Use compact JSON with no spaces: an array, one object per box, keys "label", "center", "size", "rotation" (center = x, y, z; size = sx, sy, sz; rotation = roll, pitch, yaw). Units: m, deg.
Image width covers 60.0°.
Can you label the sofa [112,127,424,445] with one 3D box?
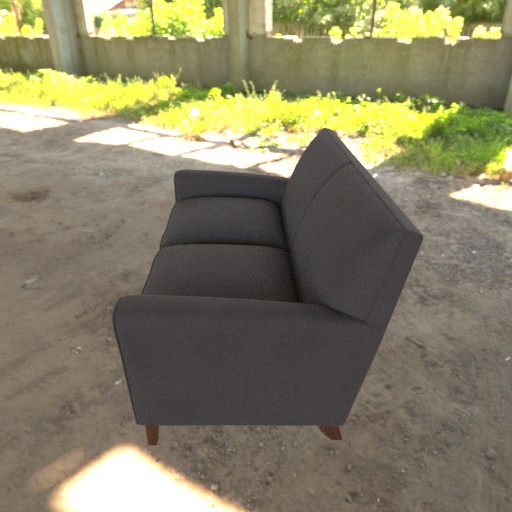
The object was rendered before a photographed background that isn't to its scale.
[{"label":"sofa","center":[0.000,0.000,1.966],"size":[0.871,0.846,1.420],"rotation":[-1,28,-1]}]
